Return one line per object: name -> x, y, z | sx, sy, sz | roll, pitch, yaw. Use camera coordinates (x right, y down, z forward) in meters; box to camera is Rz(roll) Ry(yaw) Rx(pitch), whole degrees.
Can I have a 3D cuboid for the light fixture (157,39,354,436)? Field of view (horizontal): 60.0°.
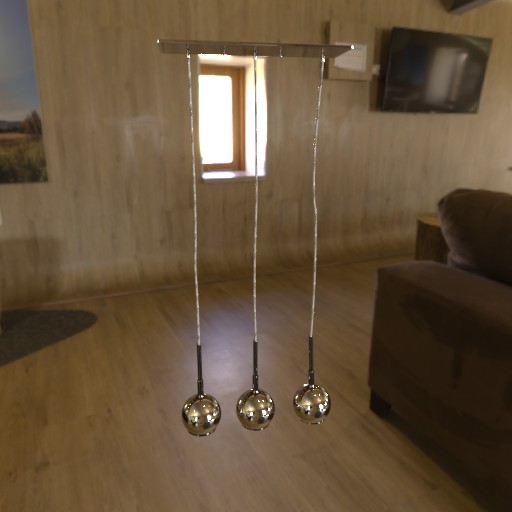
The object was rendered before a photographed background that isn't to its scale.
light fixture -> 0.000, 0.000, 1.633 | 0.623, 1.408, 0.188 | -2, 15, -9
